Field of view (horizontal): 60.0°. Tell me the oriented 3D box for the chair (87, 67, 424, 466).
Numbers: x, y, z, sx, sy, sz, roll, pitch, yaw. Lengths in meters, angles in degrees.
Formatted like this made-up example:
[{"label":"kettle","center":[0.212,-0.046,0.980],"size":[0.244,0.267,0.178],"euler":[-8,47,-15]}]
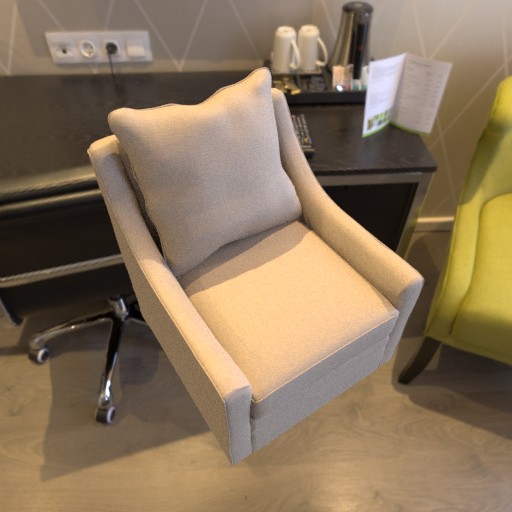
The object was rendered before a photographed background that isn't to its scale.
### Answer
[{"label":"chair","center":[0.000,0.000,1.557],"size":[0.760,0.942,0.876],"euler":[-26,52,-22]}]
